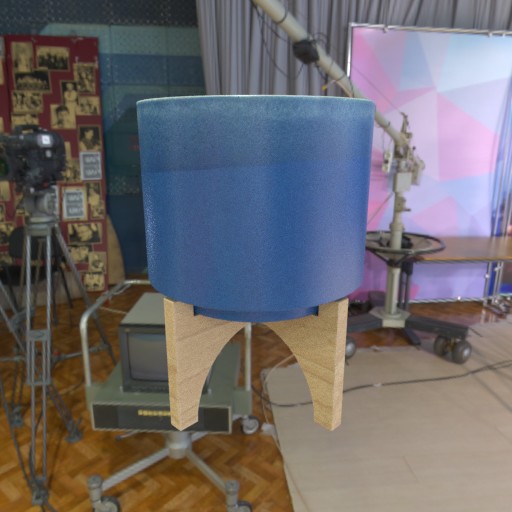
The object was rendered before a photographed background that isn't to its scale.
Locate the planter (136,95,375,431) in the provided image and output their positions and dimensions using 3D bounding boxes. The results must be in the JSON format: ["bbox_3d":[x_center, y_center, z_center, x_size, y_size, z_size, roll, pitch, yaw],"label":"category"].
[{"bbox_3d":[0.000,0.000,0.404,0.192,0.263,0.192,0,16,0],"label":"planter"}]
